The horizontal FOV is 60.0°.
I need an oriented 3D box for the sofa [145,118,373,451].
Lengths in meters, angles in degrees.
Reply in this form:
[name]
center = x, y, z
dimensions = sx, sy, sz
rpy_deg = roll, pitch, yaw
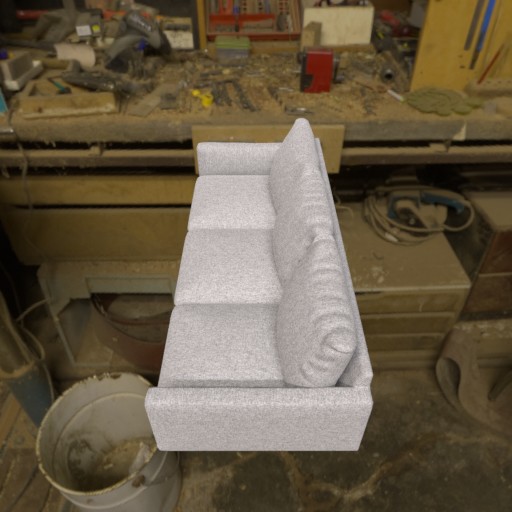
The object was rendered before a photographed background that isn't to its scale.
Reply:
[sofa]
center = 0.000, 0.000, 2.442
dimensions = 0.850, 0.830, 2.000
rpy_deg = 0, 42, 0
